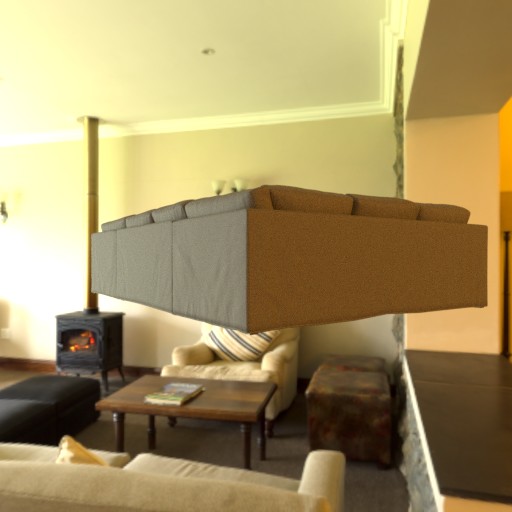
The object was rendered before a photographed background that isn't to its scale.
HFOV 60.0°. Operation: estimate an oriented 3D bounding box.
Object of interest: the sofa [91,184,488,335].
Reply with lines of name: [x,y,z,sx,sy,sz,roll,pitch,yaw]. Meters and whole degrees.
sofa: [0.000,0.000,4.499,2.427,0.882,3.460,0,0,-34]
